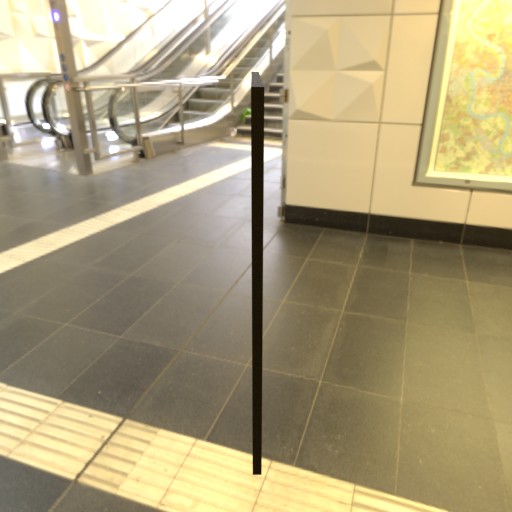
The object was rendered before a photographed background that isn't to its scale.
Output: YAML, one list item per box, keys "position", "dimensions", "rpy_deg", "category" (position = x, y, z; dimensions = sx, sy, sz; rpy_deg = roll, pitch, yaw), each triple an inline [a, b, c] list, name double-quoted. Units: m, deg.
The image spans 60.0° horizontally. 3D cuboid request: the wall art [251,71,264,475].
- position: [0.000, 0.000, 0.612]
  dimensions: [0.011, 0.459, 0.326]
  rpy_deg: [0, 25, 0]
  category: "wall art"
